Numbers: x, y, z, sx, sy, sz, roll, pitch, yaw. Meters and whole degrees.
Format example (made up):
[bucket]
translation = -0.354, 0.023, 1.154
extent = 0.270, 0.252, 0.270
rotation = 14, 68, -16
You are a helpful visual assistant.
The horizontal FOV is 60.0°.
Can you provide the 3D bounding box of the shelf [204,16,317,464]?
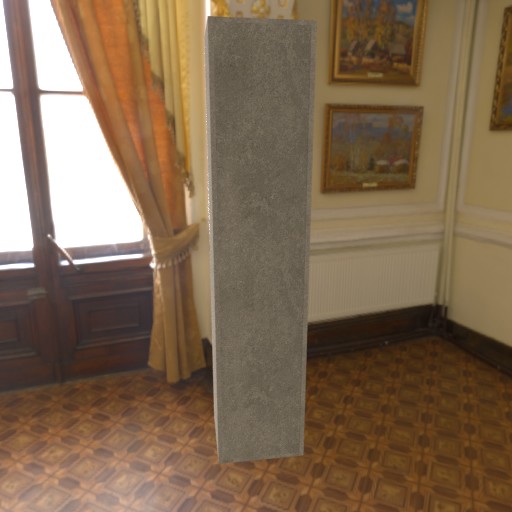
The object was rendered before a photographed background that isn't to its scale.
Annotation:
[shelf]
translation = 0.000, 0.000, 1.505
extent = 0.300, 1.400, 0.270
rotation = -2, 15, -8
